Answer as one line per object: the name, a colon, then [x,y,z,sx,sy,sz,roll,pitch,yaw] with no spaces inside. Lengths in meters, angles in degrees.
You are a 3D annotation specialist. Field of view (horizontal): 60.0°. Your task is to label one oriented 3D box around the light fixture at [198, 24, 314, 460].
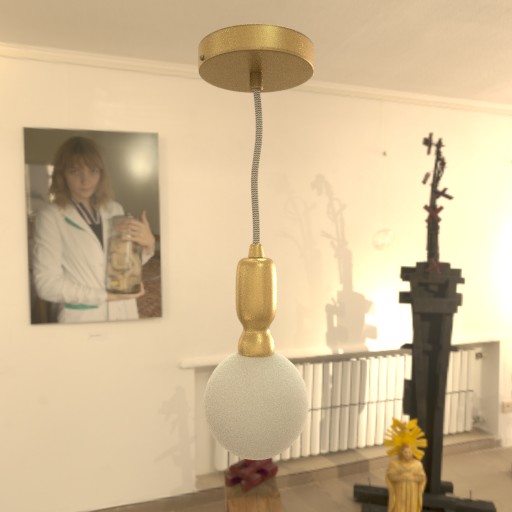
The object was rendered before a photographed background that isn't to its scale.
light fixture: [0.000,0.000,0.563,0.147,0.510,0.146,-1,2,-18]
